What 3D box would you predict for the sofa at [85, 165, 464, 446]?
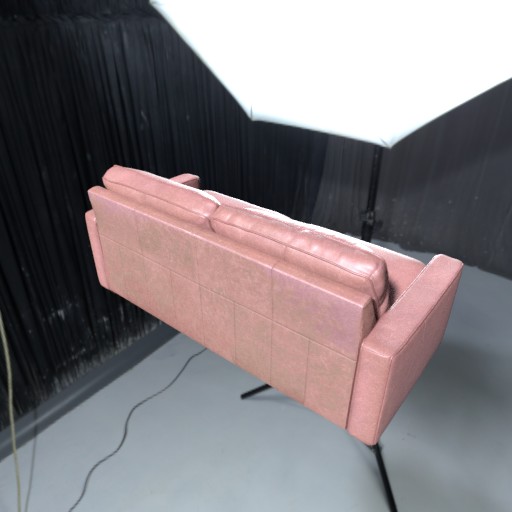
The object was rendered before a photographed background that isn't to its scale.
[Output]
[{"bbox_3d":[0.000,0.000,2.599,2.080,0.919,0.940,22,38,32],"label":"sofa"}]
